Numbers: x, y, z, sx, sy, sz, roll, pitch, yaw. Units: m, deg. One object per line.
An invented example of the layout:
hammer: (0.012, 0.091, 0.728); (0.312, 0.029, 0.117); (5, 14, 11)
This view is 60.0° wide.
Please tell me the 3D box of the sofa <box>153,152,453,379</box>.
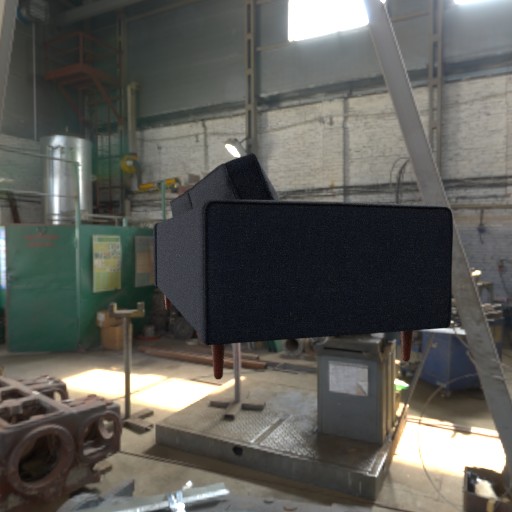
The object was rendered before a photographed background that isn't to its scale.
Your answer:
sofa: (0.000, 0.000, 2.317); (0.914, 0.762, 1.880); (-1, 2, -17)
